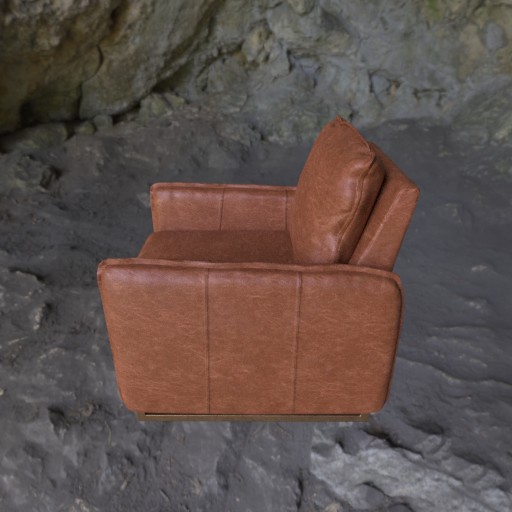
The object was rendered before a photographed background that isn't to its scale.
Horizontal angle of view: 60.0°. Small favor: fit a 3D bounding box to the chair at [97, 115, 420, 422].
[{"bbox_3d":[0.000,0.000,1.634,0.922,0.922,0.830,0,27,0],"label":"chair"}]
